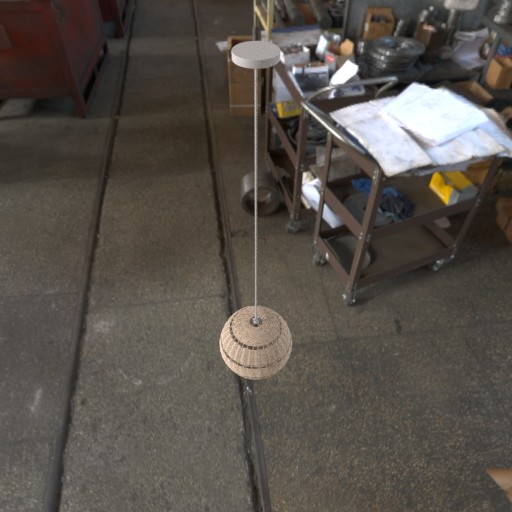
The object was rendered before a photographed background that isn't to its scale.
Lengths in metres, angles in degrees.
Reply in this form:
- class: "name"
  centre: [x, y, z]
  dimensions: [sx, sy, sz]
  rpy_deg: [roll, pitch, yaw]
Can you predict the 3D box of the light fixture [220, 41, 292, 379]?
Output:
- class: "light fixture"
  centre: [0.000, 0.000, 2.238]
  dimensions: [0.457, 2.019, 0.457]
  rpy_deg: [-32, 54, -27]
